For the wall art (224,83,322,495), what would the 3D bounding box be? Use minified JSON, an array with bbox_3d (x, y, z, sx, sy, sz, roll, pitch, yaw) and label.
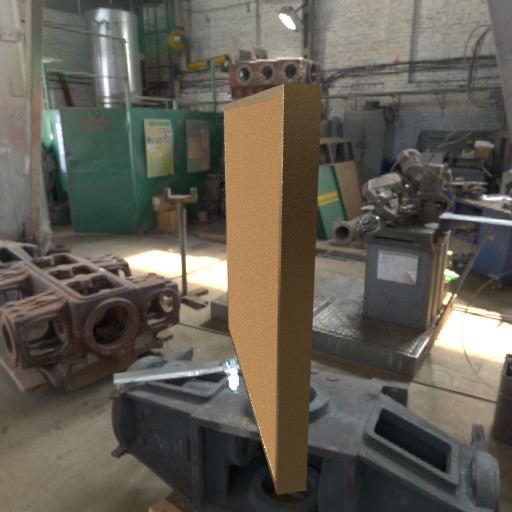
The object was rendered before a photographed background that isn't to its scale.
[{"bbox_3d":[0.000,0.000,0.757,0.040,0.509,0.509,-3,17,-10],"label":"wall art"}]
